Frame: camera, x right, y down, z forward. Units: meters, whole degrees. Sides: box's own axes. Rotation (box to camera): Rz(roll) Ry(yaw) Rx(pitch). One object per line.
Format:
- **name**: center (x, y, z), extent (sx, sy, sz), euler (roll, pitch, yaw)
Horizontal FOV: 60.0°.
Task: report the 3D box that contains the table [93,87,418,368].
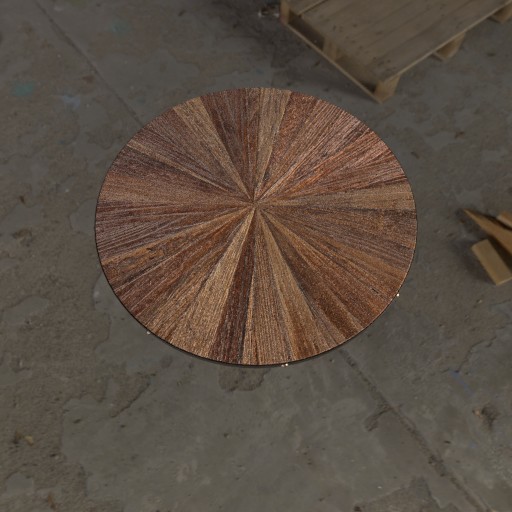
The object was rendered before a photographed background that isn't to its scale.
- **table**: center (0.000, 0.000, 1.522), extent (0.885, 0.658, 0.885), euler (0, 64, 0)
